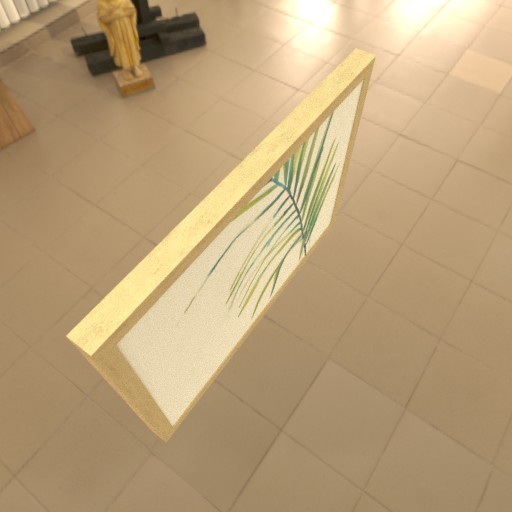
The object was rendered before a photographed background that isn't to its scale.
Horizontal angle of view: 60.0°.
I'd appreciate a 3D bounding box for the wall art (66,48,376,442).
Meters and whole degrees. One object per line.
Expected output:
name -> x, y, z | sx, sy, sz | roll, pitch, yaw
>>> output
wall art -> 0.000, 0.000, 0.661 | 0.032, 0.380, 0.532 | 31, 62, 18
